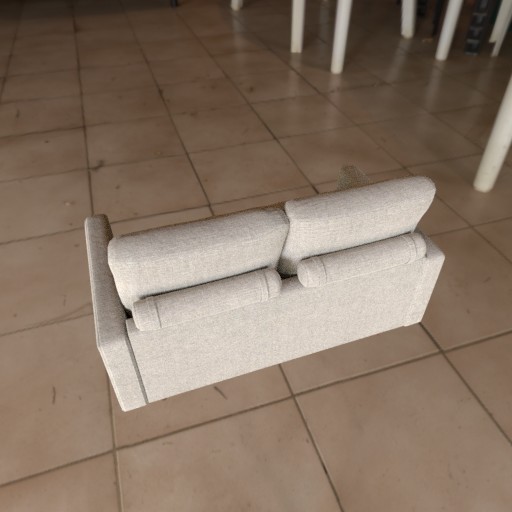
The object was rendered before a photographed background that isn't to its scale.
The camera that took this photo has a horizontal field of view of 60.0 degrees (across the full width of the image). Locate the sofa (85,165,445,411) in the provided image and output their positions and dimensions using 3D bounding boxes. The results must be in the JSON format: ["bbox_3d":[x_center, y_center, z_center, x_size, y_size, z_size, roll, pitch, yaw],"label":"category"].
[{"bbox_3d":[0.000,0.000,2.009,1.407,0.907,0.842,-13,43,-14],"label":"sofa"}]
